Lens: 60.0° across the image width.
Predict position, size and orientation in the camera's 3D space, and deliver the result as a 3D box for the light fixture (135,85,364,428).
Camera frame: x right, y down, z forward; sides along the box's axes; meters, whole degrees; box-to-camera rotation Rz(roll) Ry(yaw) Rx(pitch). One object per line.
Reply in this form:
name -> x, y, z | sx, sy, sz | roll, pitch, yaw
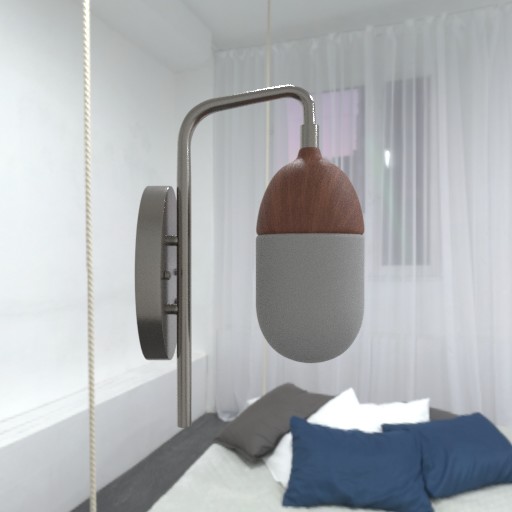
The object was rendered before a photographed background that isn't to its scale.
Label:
light fixture -> 0.000, 0.000, 0.448 | 0.216, 0.343, 0.108 | 0, 0, 0
